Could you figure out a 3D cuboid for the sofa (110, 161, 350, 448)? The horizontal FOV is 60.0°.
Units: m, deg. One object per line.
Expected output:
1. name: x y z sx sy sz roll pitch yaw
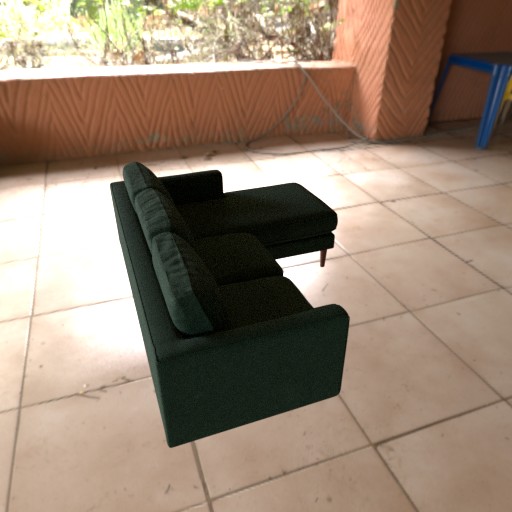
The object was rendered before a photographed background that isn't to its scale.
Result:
1. sofa: 0.000 0.000 2.850 1.580 0.899 2.030 -11 32 -18
